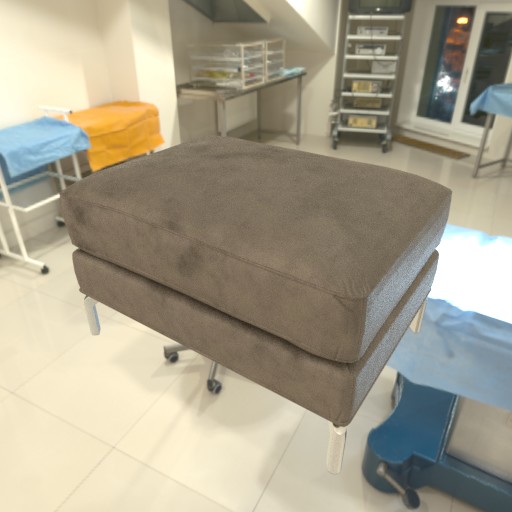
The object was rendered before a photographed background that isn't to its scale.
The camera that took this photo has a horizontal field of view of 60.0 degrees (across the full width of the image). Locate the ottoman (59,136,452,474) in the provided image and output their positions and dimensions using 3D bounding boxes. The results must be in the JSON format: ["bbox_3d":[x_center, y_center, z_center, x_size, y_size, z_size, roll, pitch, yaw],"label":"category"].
[{"bbox_3d":[0.000,0.000,1.045,0.719,0.456,0.520,19,35,29],"label":"ottoman"}]
